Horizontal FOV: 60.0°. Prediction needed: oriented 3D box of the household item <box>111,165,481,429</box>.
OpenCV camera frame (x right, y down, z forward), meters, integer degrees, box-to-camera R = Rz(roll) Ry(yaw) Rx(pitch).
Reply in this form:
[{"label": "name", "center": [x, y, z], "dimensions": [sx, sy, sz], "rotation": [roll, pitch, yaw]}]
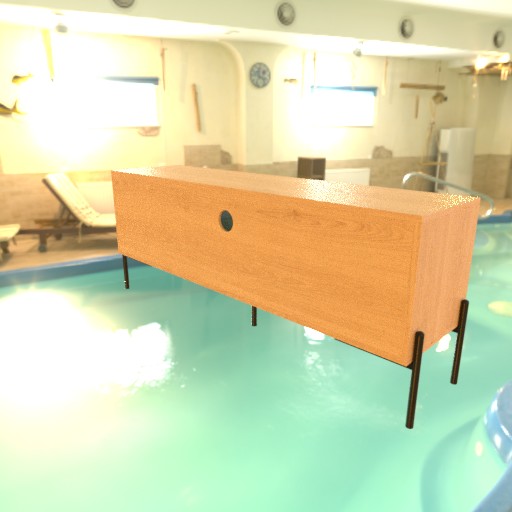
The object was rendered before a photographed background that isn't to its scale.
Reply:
[{"label": "household item", "center": [0.000, 0.000, 1.776], "dimensions": [1.550, 0.600, 0.400], "rotation": [16, 23, 42]}]
